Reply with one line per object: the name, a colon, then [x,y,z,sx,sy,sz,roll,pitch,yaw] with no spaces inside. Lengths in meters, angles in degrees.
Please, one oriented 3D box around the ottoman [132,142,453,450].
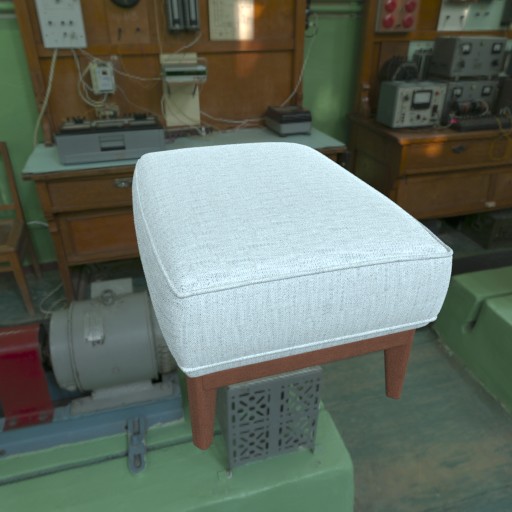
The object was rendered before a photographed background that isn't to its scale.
ottoman: [0.000,0.000,1.180,0.594,0.465,0.794,-9,31,-15]
